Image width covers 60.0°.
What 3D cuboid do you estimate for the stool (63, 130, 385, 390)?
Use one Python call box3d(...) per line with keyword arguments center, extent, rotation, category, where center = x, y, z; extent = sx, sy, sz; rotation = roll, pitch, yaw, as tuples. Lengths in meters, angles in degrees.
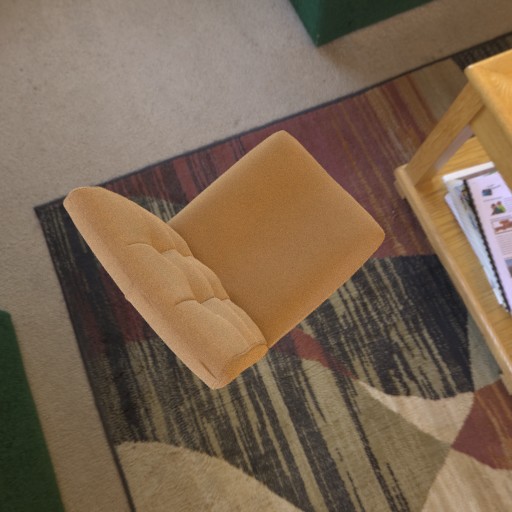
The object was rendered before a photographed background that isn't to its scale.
box3d(center=(0.000, 0.000, 1.182), extent=(0.571, 0.885, 0.427), rotation=(-40, 78, -10), category="stool")
